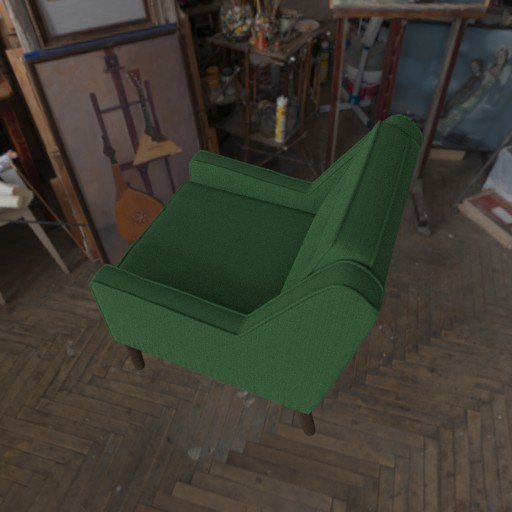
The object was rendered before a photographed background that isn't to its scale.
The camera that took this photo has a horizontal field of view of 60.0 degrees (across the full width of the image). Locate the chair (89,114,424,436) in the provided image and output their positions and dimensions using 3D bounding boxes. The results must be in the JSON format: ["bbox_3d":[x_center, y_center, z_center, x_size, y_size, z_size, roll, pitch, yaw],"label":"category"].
[{"bbox_3d":[0.000,0.000,1.346,0.743,0.792,0.663,16,50,14],"label":"chair"}]
